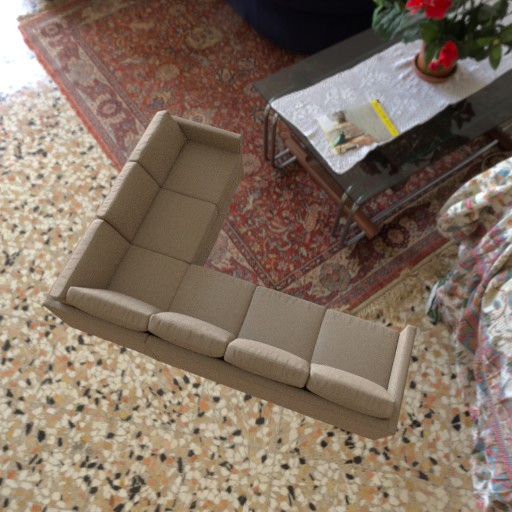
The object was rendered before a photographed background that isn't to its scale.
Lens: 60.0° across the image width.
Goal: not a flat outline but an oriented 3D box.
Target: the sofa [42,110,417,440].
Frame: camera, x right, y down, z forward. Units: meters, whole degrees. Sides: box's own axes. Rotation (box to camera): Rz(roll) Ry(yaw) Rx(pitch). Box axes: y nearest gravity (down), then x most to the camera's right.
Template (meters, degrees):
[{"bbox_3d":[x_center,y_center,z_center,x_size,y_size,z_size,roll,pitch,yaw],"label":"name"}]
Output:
[{"bbox_3d":[0.000,0.000,4.393,3.182,0.871,2.432,18,65,9],"label":"sofa"}]
